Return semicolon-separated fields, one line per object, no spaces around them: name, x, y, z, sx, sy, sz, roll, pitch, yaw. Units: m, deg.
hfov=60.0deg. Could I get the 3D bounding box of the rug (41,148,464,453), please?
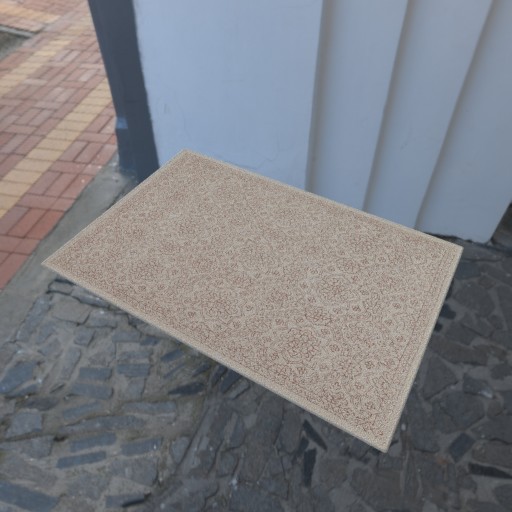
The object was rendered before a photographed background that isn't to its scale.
rug;0.000;0.000;2.295;1.829;0.010;1.219;23;51;20
